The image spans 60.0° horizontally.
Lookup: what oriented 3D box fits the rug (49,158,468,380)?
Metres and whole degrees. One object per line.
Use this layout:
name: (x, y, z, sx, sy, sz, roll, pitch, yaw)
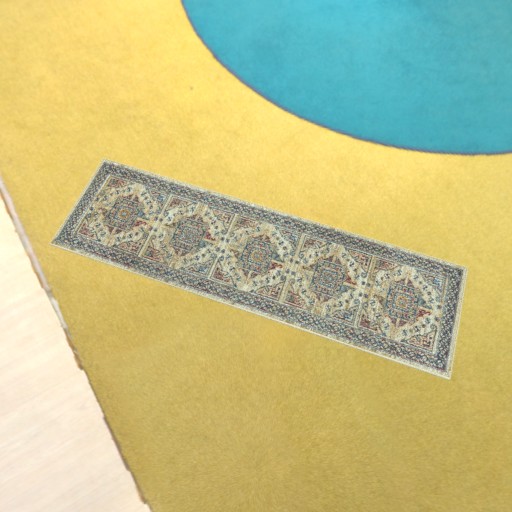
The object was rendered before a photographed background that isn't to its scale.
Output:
rug: (0.000, 0.000, 2.525, 2.297, 0.013, 0.661, 18, 65, 8)
